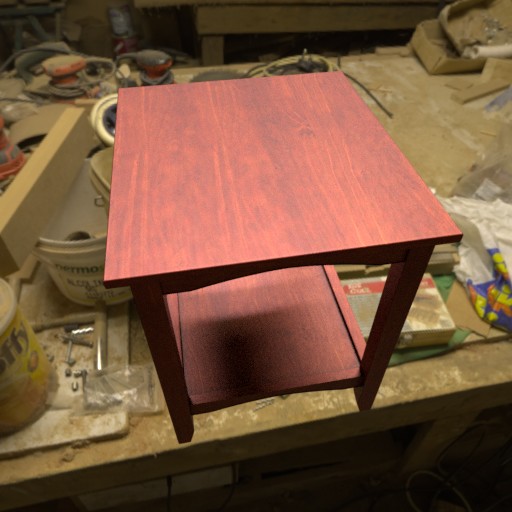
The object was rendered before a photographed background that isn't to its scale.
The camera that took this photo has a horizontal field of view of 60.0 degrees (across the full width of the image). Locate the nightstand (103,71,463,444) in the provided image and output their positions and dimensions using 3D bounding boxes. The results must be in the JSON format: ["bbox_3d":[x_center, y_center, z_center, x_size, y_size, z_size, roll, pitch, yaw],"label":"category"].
[{"bbox_3d":[0.000,0.000,0.989,0.501,0.558,0.558,-7,46,-7],"label":"nightstand"}]
